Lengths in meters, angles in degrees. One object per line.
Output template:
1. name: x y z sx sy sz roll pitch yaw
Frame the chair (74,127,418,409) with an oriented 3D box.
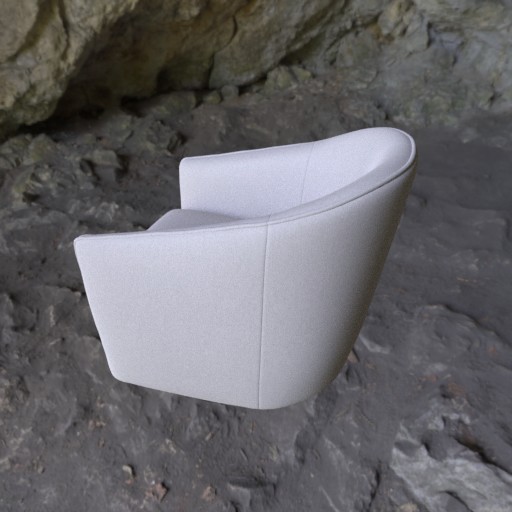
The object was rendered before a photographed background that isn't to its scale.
1. chair: 0.000 0.000 1.439 0.875 0.799 0.747 8 31 13
